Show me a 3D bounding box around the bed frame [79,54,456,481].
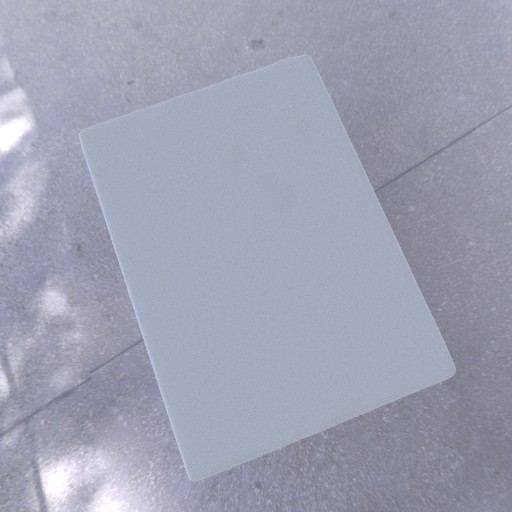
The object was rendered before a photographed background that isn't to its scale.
[{"bbox_3d":[0.000,0.000,2.517,1.372,0.637,1.905,-20,78,-4],"label":"bed frame"}]
